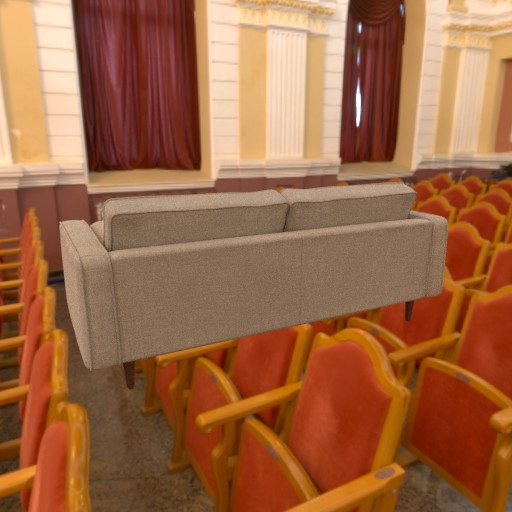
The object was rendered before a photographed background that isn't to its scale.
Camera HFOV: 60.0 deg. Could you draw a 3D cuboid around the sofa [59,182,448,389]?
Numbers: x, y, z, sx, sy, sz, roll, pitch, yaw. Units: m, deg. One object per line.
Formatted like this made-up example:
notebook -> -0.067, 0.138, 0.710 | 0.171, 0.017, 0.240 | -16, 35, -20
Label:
sofa -> 0.000, 0.000, 2.372 | 1.879, 0.762, 0.914 | -7, 16, -26
